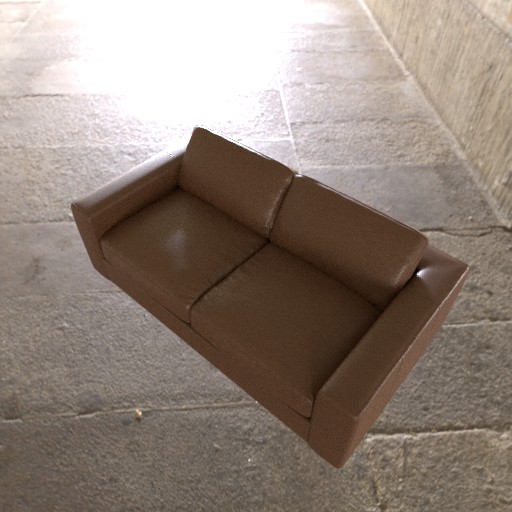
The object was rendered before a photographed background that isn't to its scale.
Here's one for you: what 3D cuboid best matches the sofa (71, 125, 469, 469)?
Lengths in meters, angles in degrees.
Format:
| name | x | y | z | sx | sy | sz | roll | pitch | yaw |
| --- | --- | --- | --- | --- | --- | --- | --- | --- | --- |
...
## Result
| name | x | y | z | sx | sy | sz | roll | pitch | yaw |
| --- | --- | --- | --- | --- | --- | --- | --- | --- | --- |
| sofa | 0.000 | 0.000 | 2.458 | 1.920 | 0.800 | 1.070 | 32 | 55 | 27 |
